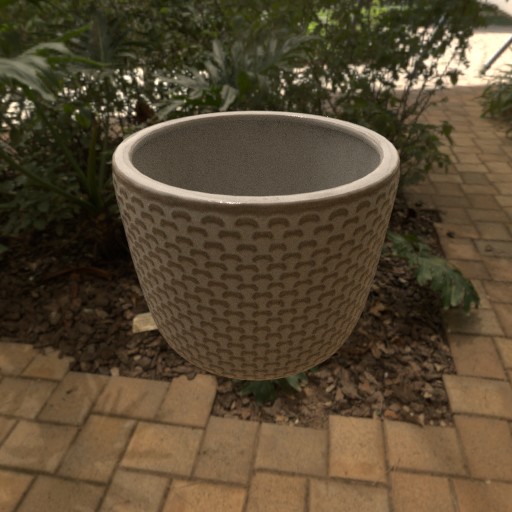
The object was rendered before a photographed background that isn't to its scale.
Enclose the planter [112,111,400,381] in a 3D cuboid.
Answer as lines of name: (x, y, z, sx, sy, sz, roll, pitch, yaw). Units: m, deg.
planter: (0.000, 0.000, 0.312, 0.173, 0.160, 0.173, 0, 32, 0)
